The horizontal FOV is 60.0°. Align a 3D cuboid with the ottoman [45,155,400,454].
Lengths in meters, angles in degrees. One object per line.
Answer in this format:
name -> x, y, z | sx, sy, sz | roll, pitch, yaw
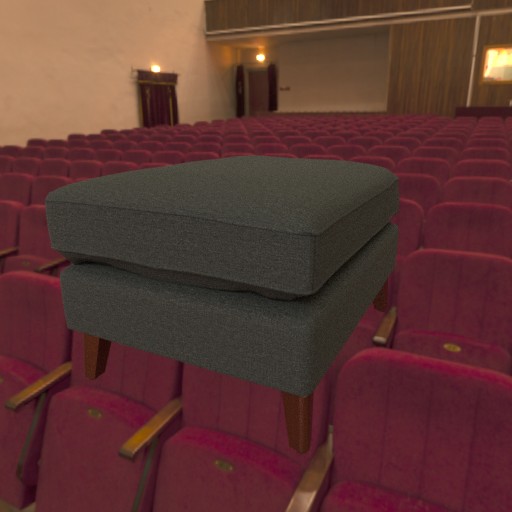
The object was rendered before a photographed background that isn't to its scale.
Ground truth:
ottoman -> 0.000, 0.000, 1.222 | 0.629, 0.503, 0.835 | 9, 19, 26
